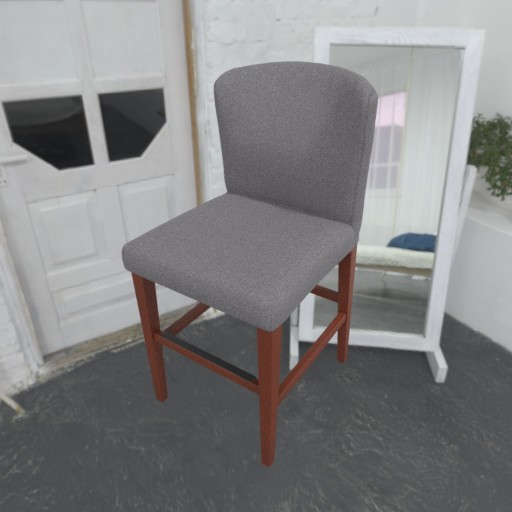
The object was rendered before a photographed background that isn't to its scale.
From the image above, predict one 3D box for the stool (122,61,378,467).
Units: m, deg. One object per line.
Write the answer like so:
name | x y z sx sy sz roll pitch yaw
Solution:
stool | 0.000 0.000 1.266 0.481 0.968 0.568 19 36 29
